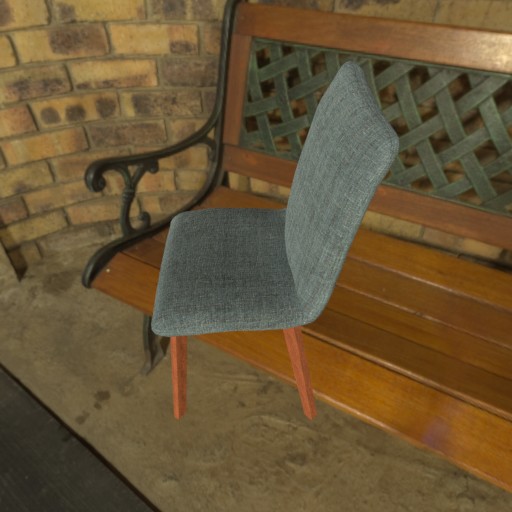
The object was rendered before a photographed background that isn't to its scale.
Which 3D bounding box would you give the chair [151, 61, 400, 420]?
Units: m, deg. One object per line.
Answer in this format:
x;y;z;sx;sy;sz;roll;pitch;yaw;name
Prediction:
0.000;0.000;1.307;0.563;0.974;0.522;-1;41;-1;chair
